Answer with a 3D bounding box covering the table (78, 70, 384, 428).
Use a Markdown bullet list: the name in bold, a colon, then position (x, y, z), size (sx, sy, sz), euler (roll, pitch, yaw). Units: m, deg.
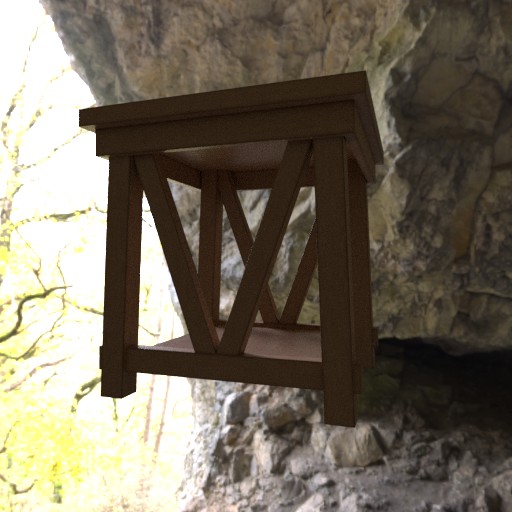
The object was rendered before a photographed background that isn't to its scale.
- **table**: position (0.000, 0.000, 1.154), size (0.612, 0.638, 0.610), euler (0, -1, 19)
